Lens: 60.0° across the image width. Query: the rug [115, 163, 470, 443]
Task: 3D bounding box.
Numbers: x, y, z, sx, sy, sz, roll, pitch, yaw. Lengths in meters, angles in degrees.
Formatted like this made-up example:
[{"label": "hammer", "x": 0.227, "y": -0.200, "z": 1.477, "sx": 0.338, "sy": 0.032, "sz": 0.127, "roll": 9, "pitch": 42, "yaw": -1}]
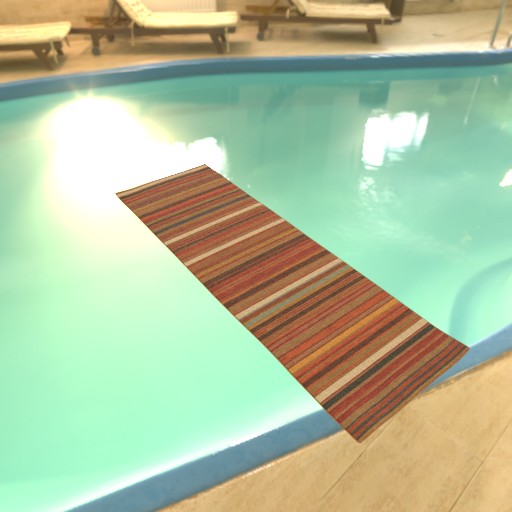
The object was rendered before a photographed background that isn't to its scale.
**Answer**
[{"label": "rug", "x": 0.000, "y": 0.000, "z": 2.746, "sx": 0.799, "sy": 0.030, "sz": 2.444, "roll": -26, "pitch": 46, "yaw": -28}]
